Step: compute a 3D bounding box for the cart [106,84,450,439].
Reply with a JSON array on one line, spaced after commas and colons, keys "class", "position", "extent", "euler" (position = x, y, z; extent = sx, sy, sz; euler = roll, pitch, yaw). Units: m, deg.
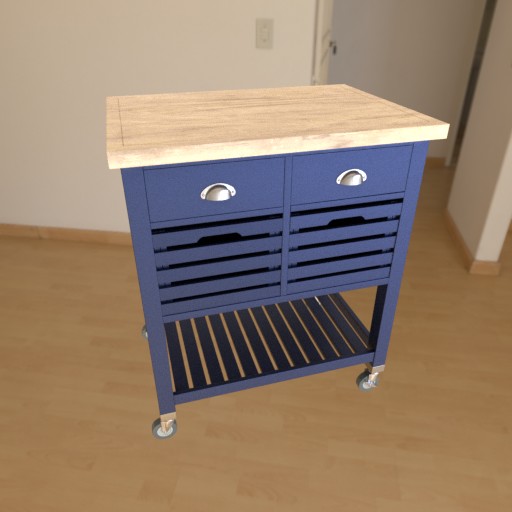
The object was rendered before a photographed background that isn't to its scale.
[{"class": "cart", "position": [0.000, 0.000, 1.428], "extent": [0.797, 0.920, 0.567], "euler": [-8, 32, -14]}]
